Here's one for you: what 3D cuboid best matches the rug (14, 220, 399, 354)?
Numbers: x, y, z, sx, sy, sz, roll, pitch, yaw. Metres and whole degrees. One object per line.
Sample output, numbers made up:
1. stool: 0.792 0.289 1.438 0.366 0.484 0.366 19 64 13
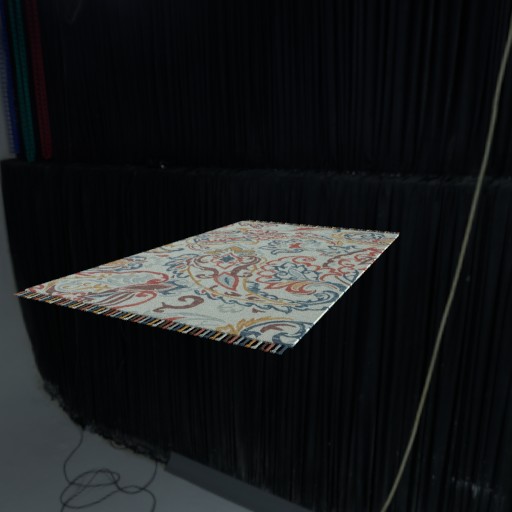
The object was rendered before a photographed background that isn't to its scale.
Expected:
1. rug: 0.000 0.000 3.074 1.523 0.010 2.584 7 16 26
